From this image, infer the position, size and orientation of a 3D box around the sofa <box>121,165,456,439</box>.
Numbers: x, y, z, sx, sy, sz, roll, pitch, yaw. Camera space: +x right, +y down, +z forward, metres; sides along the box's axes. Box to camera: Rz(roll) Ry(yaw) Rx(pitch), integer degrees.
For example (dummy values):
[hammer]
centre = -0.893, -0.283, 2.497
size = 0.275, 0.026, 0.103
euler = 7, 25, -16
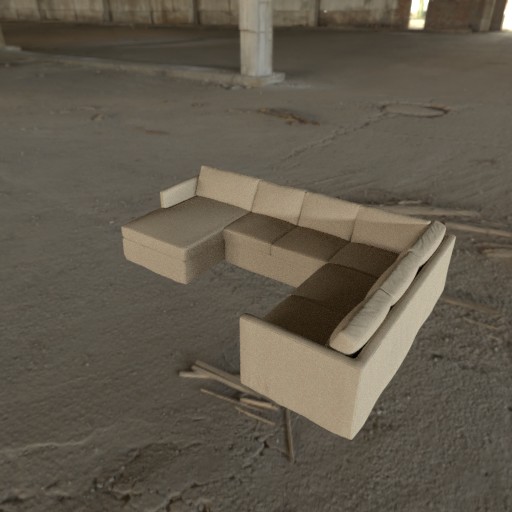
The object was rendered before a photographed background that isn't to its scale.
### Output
[sofa]
centre = 0.000, 0.000, 4.783
size = 3.528, 0.878, 2.476
euler = 20, 35, 30
